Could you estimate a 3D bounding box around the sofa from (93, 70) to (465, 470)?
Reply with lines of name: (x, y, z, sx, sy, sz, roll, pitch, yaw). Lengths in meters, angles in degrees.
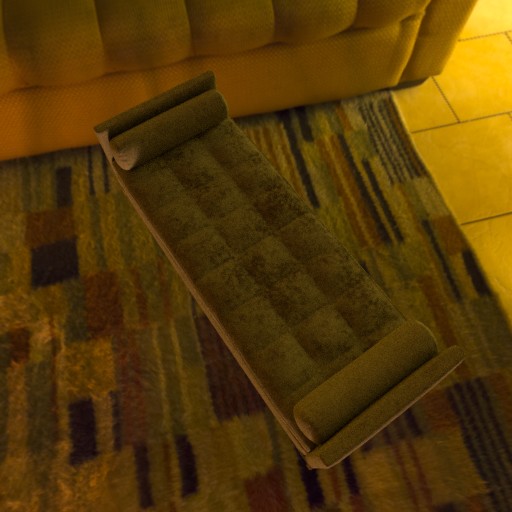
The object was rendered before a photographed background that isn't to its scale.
sofa: (0.000, 0.000, 2.462, 0.797, 0.657, 2.102, -32, 69, -14)
